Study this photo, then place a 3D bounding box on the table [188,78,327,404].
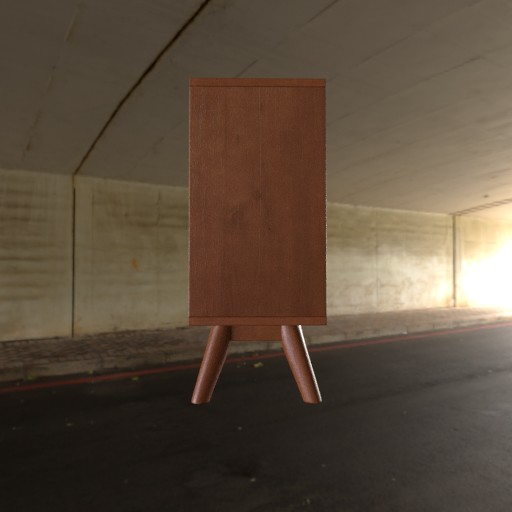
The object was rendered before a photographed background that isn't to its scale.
[{"bbox_3d":[0.000,0.000,1.512,0.308,0.698,1.220,0,-2,-1],"label":"table"}]
